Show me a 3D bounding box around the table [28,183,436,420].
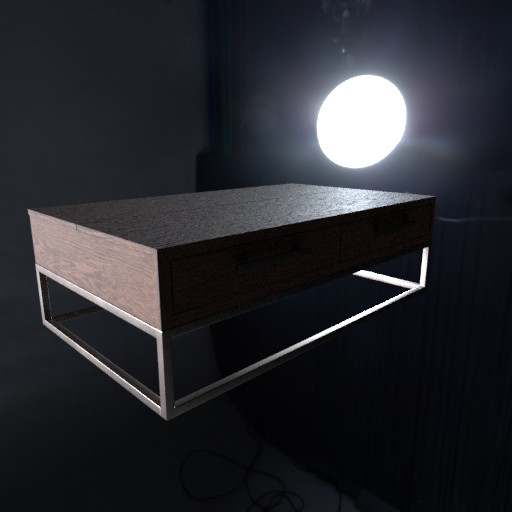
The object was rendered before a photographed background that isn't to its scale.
[{"bbox_3d":[0.000,0.000,1.488,1.167,0.361,0.719,-14,20,-43],"label":"table"}]
